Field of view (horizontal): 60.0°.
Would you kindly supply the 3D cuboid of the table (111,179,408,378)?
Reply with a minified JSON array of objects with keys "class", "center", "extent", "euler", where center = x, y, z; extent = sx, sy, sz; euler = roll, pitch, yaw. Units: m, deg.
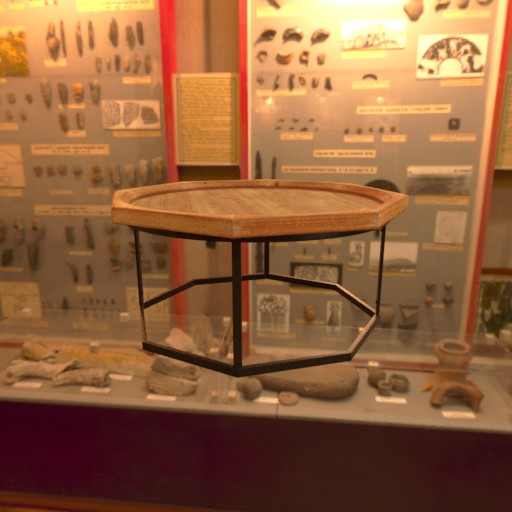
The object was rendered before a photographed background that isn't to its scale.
[{"class":"table","center":[0.000,0.000,1.558],"extent":[1.002,0.444,1.002],"euler":[0,15,0]}]
